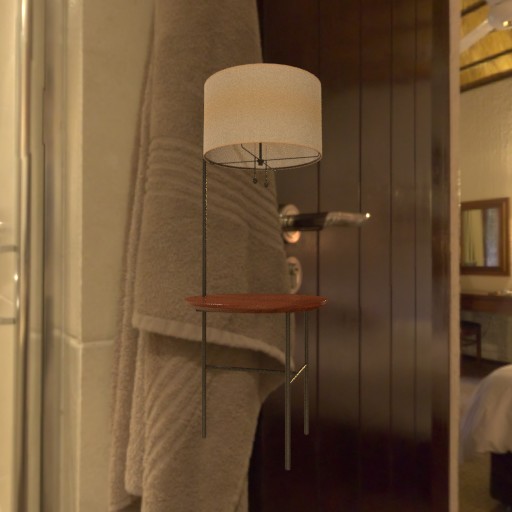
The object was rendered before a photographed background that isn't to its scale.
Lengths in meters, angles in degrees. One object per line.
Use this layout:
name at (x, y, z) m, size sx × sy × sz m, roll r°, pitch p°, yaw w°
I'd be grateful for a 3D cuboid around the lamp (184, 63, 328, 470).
lamp at (0.000, 0.000, 1.795) m, size 0.573 × 1.517 × 0.573 m, roll 0°, pitch -1°, yaw 0°
